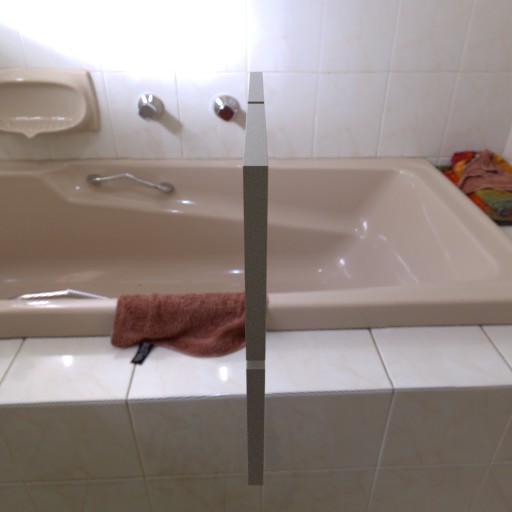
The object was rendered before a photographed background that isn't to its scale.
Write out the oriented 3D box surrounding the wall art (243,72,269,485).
[{"bbox_3d":[0.000,0.000,0.912,0.029,0.611,0.611,0,32,0],"label":"wall art"}]
